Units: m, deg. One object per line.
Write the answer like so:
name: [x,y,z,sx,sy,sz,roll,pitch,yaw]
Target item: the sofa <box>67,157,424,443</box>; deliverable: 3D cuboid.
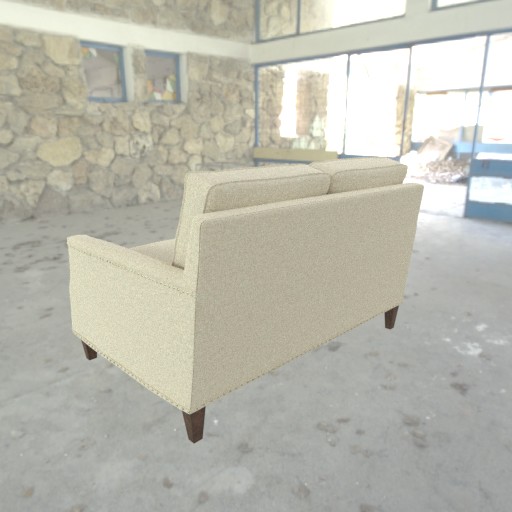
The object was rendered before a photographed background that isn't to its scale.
sofa: [0.000,0.000,2.318,1.597,1.003,1.084,-14,21,-42]
